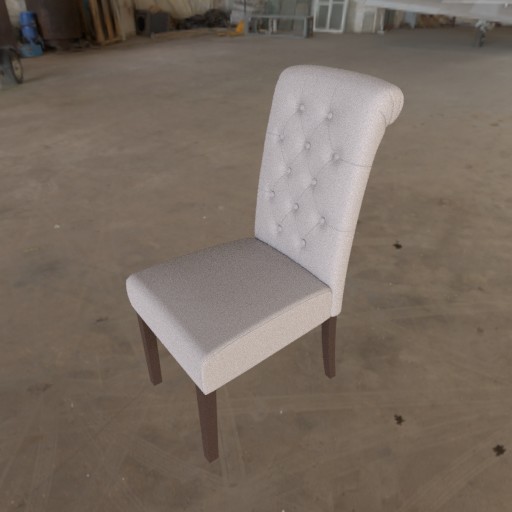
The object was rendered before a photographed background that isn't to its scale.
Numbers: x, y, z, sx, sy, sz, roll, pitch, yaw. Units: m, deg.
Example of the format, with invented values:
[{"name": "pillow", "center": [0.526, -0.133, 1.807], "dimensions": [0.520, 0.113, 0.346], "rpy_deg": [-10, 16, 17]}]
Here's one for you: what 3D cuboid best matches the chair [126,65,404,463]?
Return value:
[{"name": "chair", "center": [0.000, 0.000, 1.344], "dimensions": [0.671, 1.006, 0.456], "rpy_deg": [-22, 38, -31]}]
